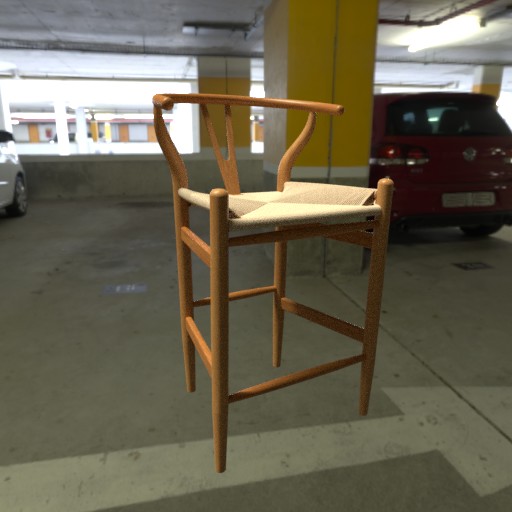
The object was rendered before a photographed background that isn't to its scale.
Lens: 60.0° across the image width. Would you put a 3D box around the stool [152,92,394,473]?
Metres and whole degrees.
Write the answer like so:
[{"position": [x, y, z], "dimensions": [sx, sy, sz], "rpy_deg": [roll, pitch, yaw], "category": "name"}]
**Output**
[{"position": [0.000, 0.000, 1.349], "dimensions": [0.569, 0.970, 0.579], "rpy_deg": [-8, 17, -29], "category": "stool"}]
